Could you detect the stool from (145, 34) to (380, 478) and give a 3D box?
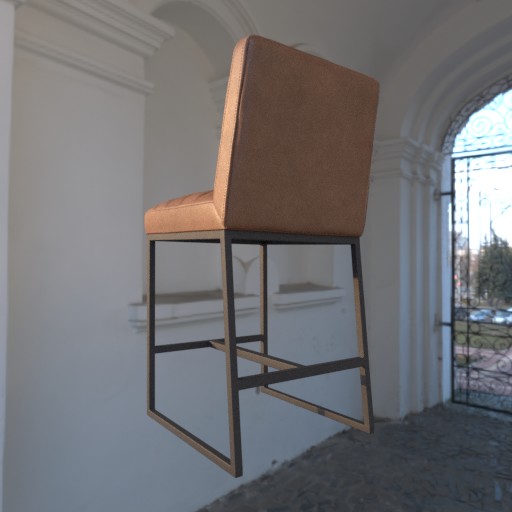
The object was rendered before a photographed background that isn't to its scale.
[{"bbox_3d":[0.000,0.000,1.249,0.458,0.940,0.556,1,-2,-35],"label":"stool"}]
